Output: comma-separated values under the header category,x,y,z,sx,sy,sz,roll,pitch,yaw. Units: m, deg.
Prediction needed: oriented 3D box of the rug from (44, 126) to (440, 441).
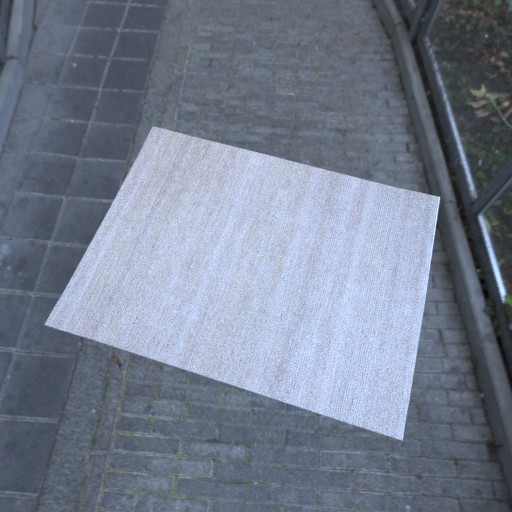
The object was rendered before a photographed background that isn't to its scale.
category,x,y,z,sx,sy,sz,roll,pitch,yaw
rug,0.000,0.000,4.285,3.245,0.046,2.467,16,64,8
